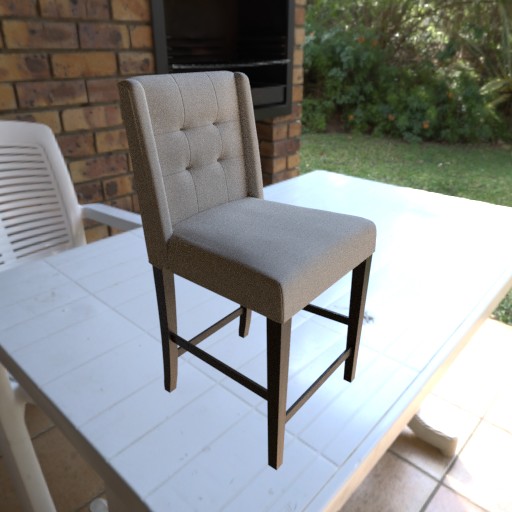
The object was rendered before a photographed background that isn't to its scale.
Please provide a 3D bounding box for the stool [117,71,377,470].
[{"bbox_3d":[0.000,0.000,1.249,0.509,0.939,0.474,18,31,34],"label":"stool"}]
